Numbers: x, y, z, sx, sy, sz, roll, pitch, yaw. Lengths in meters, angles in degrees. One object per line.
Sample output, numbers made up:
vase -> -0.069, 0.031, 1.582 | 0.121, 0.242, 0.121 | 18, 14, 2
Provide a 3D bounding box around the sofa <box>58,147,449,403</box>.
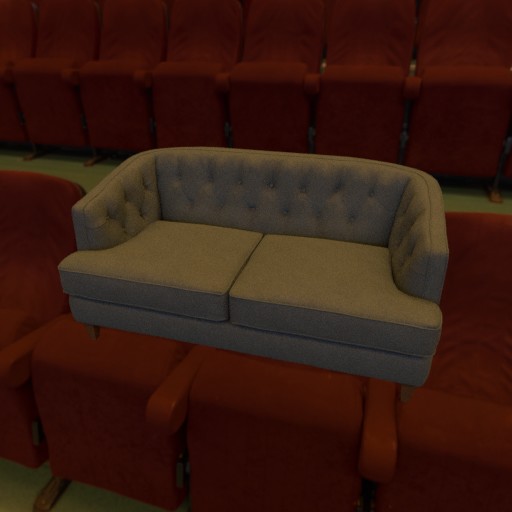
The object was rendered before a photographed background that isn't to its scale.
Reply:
sofa -> 0.000, 0.000, 2.268 | 1.733, 0.855, 0.941 | 8, 29, 14
